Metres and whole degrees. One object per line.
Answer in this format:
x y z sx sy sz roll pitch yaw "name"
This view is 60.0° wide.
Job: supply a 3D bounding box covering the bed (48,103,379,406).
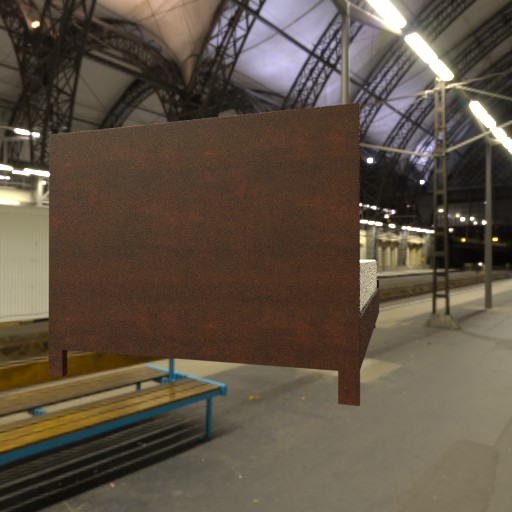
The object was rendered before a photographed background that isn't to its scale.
0.000 0.000 3.137 1.600 1.270 2.184 0 0 18 "bed"
